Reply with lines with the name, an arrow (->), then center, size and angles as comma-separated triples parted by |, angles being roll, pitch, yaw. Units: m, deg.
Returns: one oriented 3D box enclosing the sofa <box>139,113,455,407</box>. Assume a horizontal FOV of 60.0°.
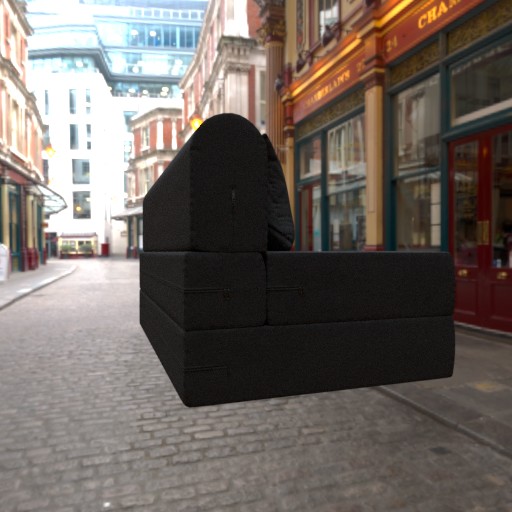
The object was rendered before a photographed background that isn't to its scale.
sofa -> 0.000, 0.000, 1.677 | 0.762, 0.670, 1.225 | 0, 1, -19
